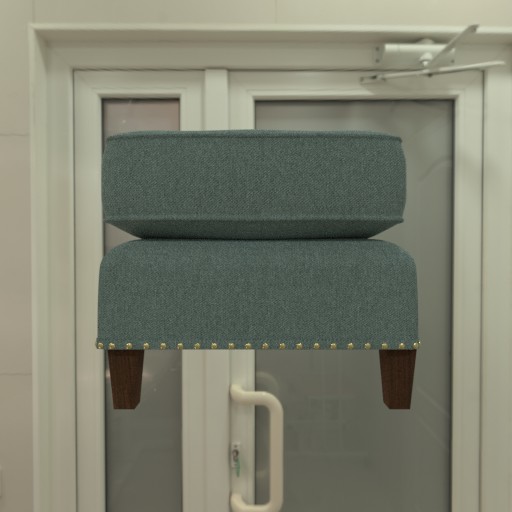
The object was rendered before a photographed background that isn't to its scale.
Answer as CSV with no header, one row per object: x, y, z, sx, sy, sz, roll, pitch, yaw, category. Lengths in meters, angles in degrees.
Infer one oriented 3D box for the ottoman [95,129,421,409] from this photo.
0.000,0.000,1.133,0.589,0.537,0.738,0,1,0,ottoman
